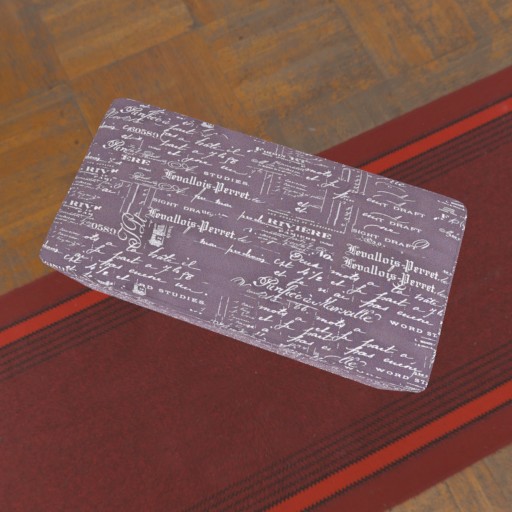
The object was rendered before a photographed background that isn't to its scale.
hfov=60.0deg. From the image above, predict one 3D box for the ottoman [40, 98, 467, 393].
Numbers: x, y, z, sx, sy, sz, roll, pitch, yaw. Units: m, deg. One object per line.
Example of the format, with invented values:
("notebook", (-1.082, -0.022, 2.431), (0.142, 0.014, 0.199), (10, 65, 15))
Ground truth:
("ottoman", (0.000, 0.000, 1.089), (0.813, 0.457, 0.406), (18, 76, 5))
